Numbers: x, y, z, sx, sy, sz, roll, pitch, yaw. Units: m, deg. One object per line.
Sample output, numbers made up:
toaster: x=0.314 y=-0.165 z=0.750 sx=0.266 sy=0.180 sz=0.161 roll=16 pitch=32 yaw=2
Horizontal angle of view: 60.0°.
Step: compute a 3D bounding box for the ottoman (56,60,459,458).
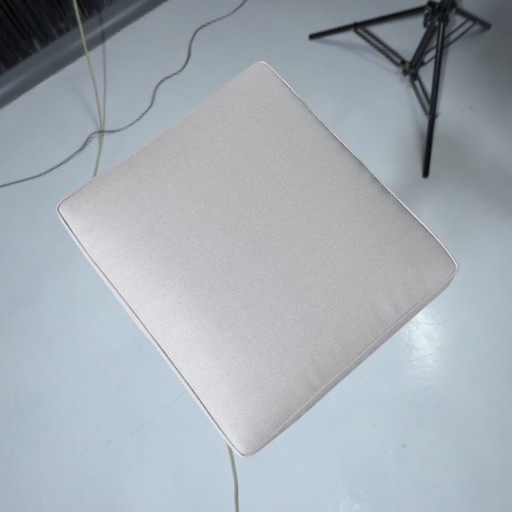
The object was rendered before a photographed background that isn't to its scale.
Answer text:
ottoman: x=0.000 y=0.000 z=1.164 sx=0.662 sy=0.505 sz=0.721 roll=-38 pitch=79 yaw=-9
